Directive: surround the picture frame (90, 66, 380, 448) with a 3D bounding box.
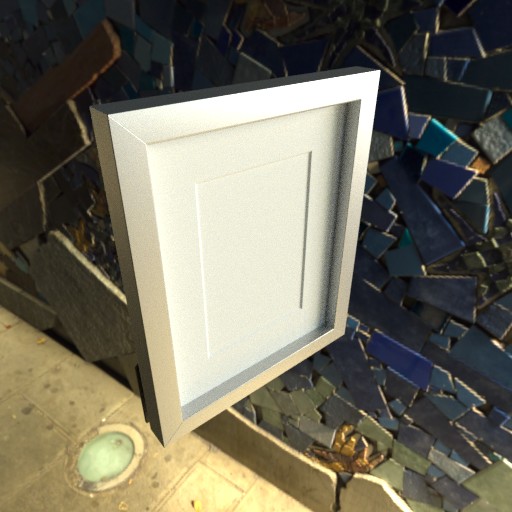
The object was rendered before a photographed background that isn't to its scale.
[{"bbox_3d":[0.000,0.000,0.383,0.233,0.282,0.036,-23,38,-33],"label":"picture frame"}]
